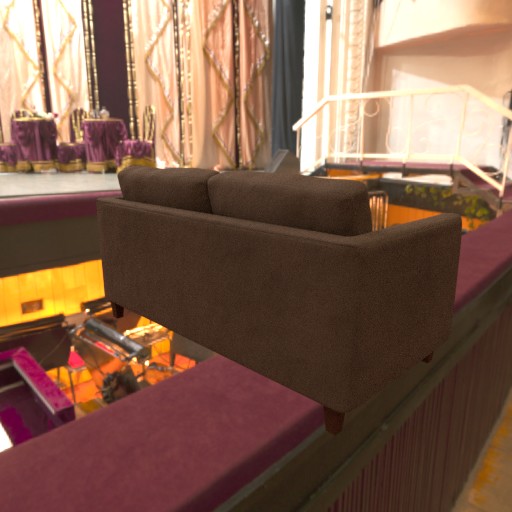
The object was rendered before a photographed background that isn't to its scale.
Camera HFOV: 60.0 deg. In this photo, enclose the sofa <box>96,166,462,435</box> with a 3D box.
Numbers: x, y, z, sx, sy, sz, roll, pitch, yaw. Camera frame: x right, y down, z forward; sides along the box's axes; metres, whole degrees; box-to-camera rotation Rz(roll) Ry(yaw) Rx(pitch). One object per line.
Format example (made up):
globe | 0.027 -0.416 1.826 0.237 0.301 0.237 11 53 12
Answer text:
sofa | 0.000 0.000 2.459 1.884 0.963 0.950 13 19 43
